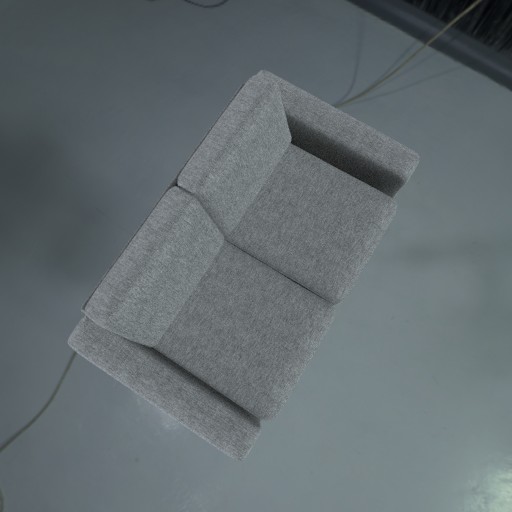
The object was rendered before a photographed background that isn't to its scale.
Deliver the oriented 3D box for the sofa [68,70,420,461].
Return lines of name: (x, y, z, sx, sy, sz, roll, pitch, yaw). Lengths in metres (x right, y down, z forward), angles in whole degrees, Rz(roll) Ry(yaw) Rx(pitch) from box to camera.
sofa: (0.000, 0.000, 2.032, 0.900, 0.800, 1.520, 31, 78, 7)
